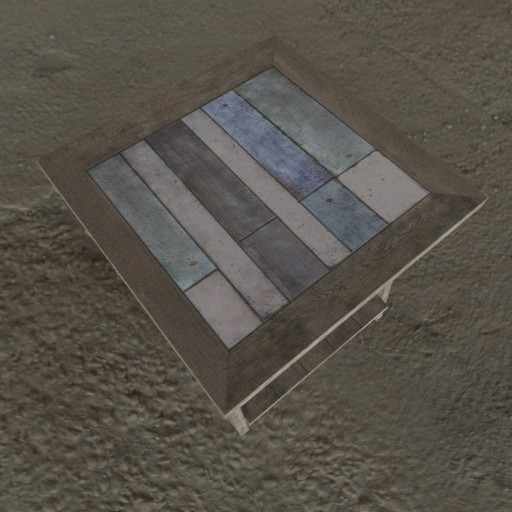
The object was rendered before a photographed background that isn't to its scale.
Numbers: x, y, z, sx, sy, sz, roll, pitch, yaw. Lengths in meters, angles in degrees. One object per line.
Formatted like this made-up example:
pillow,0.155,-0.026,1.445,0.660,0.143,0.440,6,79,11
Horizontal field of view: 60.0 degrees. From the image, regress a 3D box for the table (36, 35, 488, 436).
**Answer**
table,0.000,0.000,1.106,0.610,0.610,0.610,-35,67,-18
